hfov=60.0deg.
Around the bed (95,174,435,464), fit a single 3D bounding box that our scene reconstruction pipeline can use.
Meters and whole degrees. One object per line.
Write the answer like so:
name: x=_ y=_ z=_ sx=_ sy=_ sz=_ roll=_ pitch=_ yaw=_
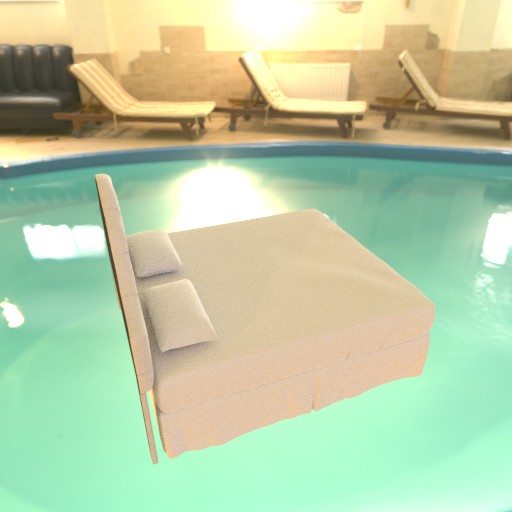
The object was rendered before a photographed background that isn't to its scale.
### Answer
bed: x=0.000 y=0.000 z=3.611 sx=2.214 sy=1.615 sz=2.008 roll=-11 pitch=32 yaw=-19
